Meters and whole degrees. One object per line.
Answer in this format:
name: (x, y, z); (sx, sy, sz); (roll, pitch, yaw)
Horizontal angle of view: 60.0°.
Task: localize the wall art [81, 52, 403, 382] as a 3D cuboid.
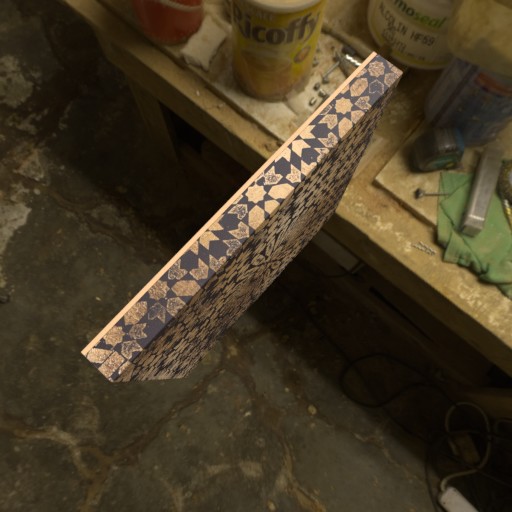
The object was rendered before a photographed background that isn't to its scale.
wall art: (0.000, 0.000, 0.608); (0.038, 0.405, 0.405); (41, 79, 10)
